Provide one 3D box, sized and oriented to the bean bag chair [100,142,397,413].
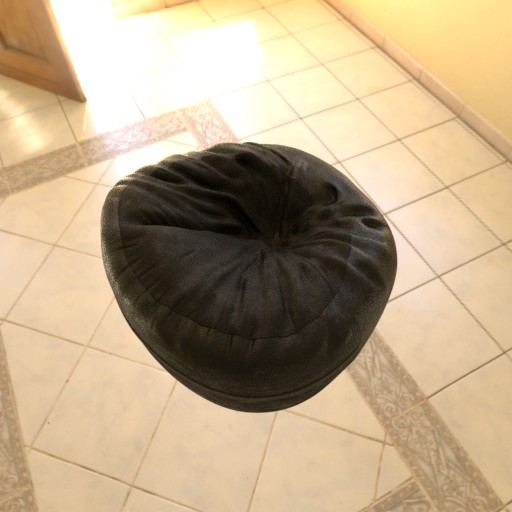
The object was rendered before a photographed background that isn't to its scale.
[{"bbox_3d":[0.000,0.000,2.453,1.524,0.878,1.524,-32,62,-19],"label":"bean bag chair"}]
